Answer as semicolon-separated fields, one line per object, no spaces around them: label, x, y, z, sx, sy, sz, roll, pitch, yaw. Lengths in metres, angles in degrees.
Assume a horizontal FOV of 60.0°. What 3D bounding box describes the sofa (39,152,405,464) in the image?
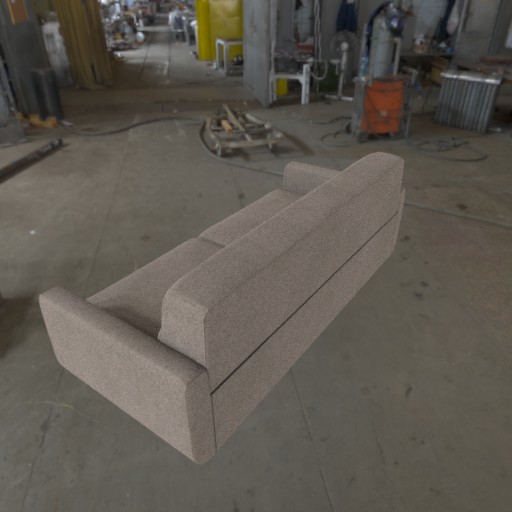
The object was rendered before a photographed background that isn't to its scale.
sofa;0.000;0.000;2.426;0.909;0.841;2.029;21;37;30
